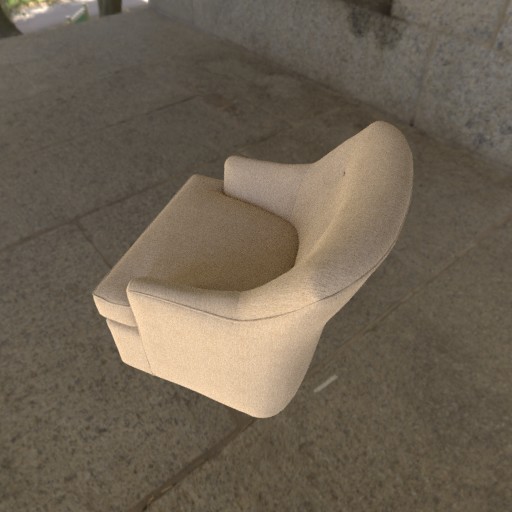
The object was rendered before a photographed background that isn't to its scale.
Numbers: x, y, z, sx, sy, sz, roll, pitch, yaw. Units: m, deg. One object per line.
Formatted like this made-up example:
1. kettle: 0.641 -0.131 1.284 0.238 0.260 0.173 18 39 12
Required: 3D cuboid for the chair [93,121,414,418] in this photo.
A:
1. chair: 0.000 0.000 1.619 0.923 0.856 0.864 15 47 15
